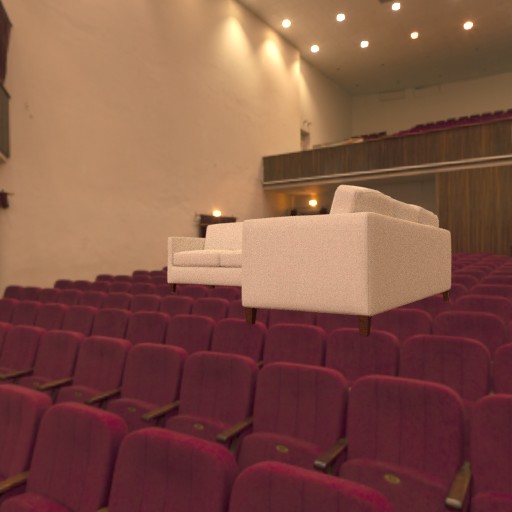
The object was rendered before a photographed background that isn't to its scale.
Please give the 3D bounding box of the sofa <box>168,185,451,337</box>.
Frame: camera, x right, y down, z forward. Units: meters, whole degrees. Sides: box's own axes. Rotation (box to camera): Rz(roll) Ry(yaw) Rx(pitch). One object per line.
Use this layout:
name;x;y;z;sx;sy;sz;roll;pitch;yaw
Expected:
sofa;0.000;0.000;4.539;3.302;0.947;2.593;0;0;34
